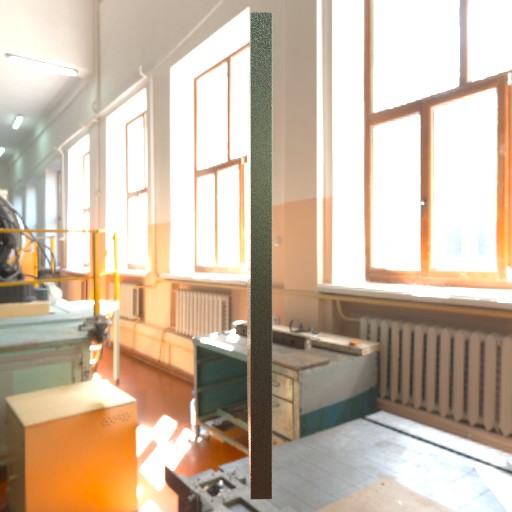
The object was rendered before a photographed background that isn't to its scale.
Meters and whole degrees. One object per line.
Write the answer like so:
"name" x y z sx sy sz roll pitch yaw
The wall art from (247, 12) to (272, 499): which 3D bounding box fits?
"wall art" 0.000 0.000 0.740 0.025 0.569 0.444 0 0 -2
